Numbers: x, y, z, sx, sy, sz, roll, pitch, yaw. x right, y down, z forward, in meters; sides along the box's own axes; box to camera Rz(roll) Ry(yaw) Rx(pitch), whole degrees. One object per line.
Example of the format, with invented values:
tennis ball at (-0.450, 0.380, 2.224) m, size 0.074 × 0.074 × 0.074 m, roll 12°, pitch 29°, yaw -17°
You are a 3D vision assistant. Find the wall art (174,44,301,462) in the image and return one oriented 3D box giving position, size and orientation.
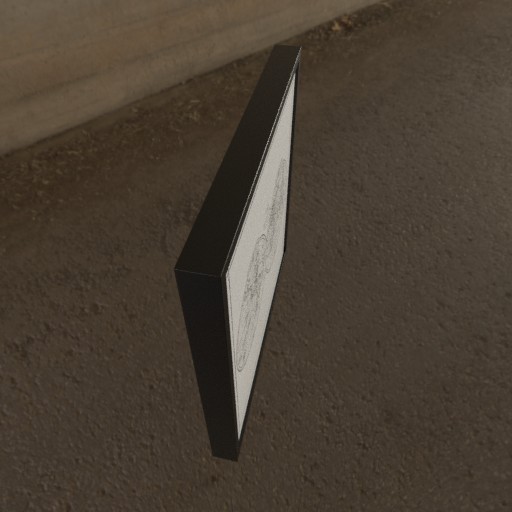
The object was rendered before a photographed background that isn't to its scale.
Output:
wall art at (0.000, 0.000, 0.483) m, size 0.029 × 0.318 × 0.327 m, roll 9°, pitch 48°, yaw 8°
